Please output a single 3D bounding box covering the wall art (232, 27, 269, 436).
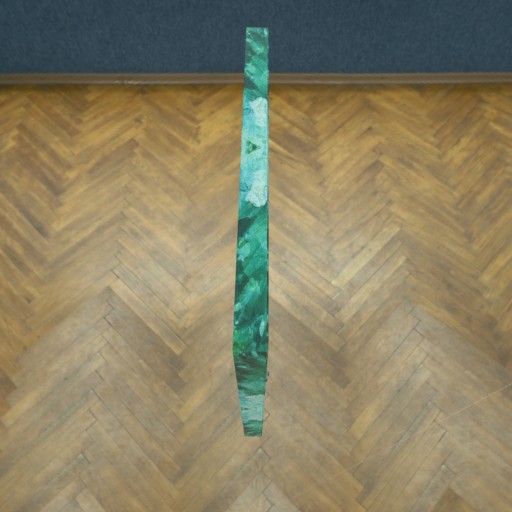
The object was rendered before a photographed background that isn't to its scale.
[{"bbox_3d":[0.000,0.000,0.760,0.038,0.508,0.507,1,60,0],"label":"wall art"}]
